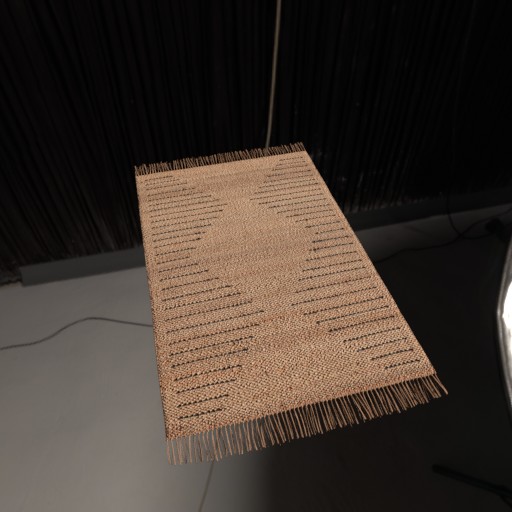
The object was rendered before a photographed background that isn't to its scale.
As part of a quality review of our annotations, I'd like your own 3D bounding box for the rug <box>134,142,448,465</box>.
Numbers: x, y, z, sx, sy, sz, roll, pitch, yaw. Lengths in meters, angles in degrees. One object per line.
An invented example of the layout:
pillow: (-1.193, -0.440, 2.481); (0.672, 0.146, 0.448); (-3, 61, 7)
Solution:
rug: (0.000, 0.000, 2.507); (1.224, 0.027, 2.085); (-11, 48, -10)
